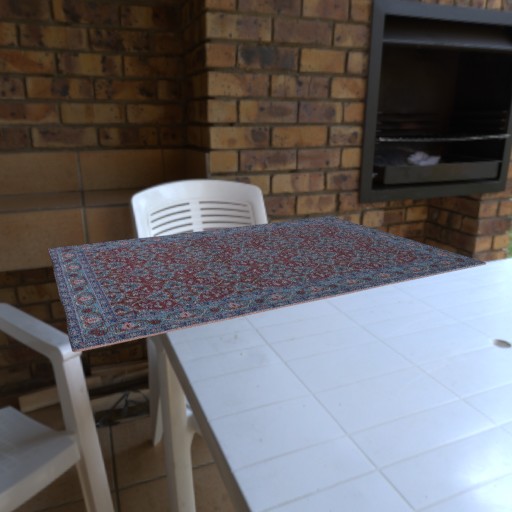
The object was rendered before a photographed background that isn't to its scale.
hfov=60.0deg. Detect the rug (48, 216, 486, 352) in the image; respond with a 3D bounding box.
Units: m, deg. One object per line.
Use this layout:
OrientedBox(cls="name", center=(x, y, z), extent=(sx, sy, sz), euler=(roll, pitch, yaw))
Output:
OrientedBox(cls="rug", center=(0.000, 0.000, 2.205), extent=(1.829, 0.009, 1.219), euler=(-9, 19, -26))
